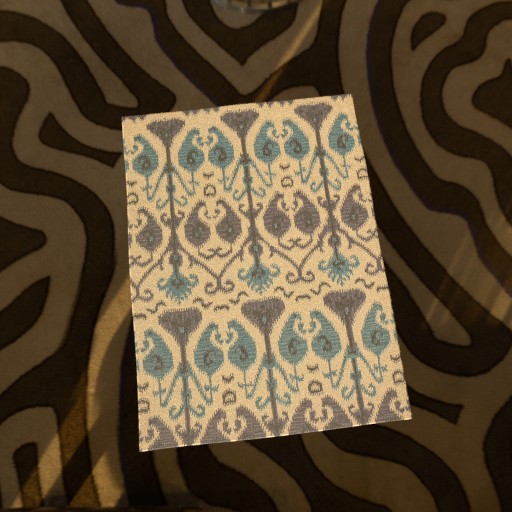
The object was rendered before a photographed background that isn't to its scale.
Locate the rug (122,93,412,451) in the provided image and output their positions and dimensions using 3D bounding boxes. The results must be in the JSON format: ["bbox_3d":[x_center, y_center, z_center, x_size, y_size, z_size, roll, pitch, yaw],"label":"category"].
[{"bbox_3d":[0.000,0.000,2.945,1.676,0.013,2.261,-6,77,-1],"label":"rug"}]
